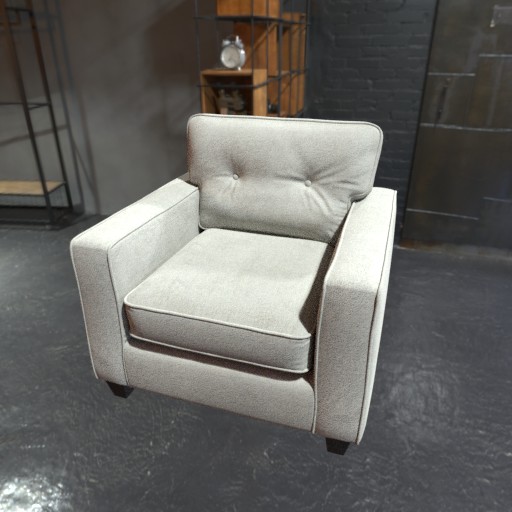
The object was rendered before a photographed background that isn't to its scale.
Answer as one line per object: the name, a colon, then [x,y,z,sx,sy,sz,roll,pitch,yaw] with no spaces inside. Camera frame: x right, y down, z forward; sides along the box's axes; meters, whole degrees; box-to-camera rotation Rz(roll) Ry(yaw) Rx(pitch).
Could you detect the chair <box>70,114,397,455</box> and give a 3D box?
chair: [0.000,0.000,1.744,1.015,0.965,0.939,8,27,16]
